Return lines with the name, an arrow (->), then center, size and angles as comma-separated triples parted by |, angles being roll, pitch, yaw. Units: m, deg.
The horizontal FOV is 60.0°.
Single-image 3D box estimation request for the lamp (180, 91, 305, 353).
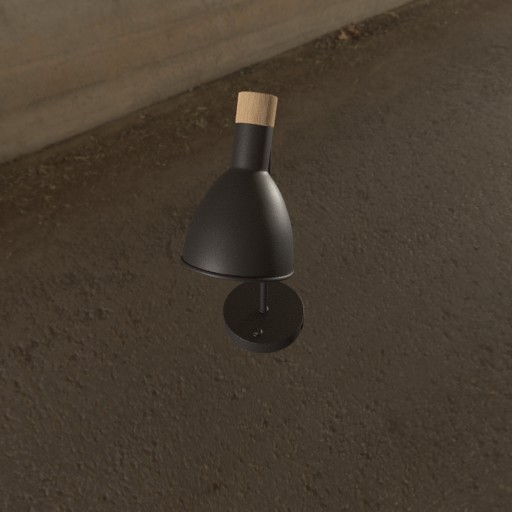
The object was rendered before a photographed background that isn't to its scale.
lamp -> 0.000, 0.000, 0.623 | 0.152, 0.483, 0.287 | 10, 47, 9
